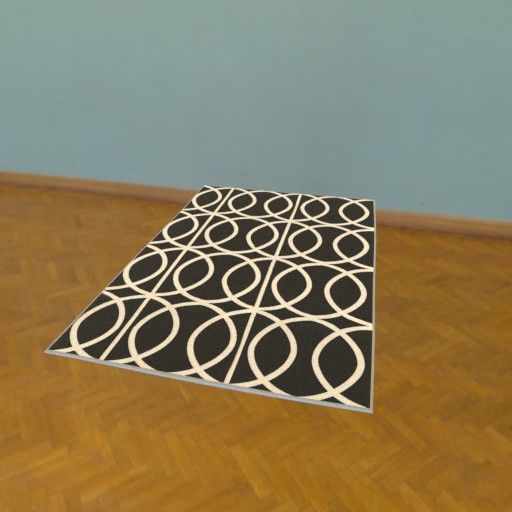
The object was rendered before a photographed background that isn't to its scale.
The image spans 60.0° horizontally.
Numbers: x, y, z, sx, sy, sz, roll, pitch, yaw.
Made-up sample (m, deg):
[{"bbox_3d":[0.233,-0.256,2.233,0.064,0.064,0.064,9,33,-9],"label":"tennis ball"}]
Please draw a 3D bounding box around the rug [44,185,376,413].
[{"bbox_3d":[0.000,0.000,2.904,1.528,0.014,2.294,7,30,12],"label":"rug"}]
